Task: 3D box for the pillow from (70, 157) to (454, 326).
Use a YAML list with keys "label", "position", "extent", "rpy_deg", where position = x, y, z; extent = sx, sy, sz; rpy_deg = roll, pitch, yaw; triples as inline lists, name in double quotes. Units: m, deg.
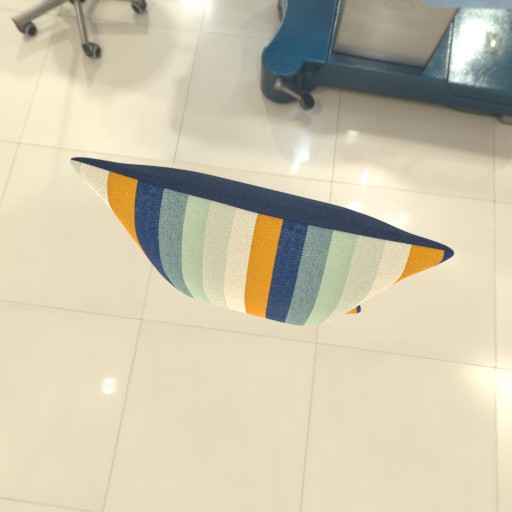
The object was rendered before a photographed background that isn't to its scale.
- label: "pillow"
  position: [0.000, 0.000, 0.732]
  extent: [0.463, 0.454, 0.173]
  rpy_deg: [14, 75, 4]
